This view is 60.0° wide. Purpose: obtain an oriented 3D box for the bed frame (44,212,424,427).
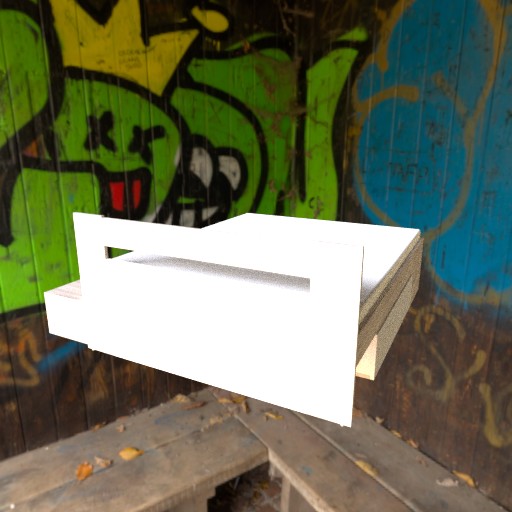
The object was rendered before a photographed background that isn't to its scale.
[{"bbox_3d":[0.000,0.000,3.229,2.040,0.860,2.050,8,18,26],"label":"bed frame"}]
